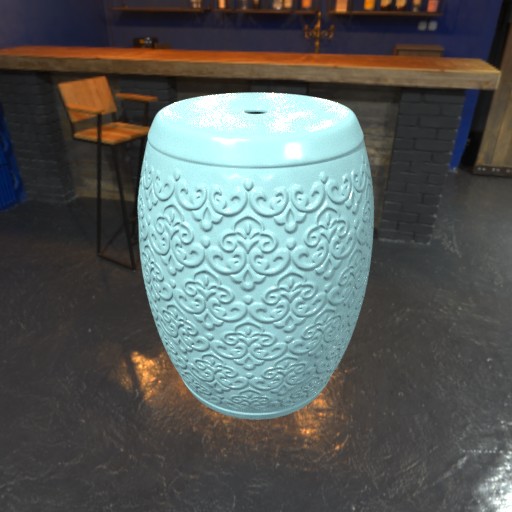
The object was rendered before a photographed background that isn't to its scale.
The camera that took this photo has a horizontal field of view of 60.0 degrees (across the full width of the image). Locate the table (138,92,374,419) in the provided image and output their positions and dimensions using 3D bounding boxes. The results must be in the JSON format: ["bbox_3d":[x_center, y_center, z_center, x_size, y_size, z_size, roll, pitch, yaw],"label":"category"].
[{"bbox_3d":[0.000,0.000,0.618,0.309,0.397,0.309,0,30,0],"label":"table"}]
